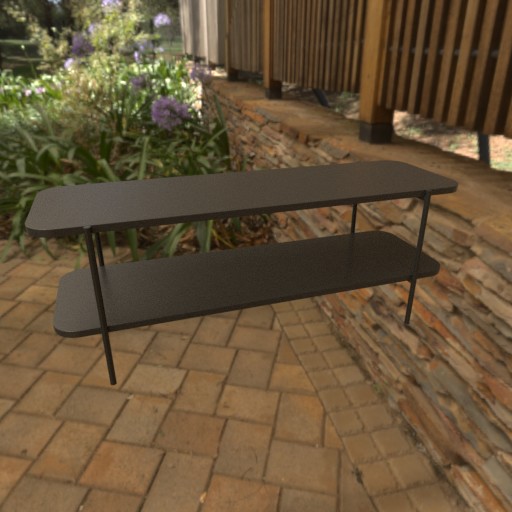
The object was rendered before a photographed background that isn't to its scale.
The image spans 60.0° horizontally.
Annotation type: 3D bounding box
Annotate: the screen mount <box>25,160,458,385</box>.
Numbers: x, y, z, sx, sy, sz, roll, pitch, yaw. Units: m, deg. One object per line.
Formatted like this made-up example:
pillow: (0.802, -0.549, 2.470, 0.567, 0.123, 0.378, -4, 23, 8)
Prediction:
screen mount: (0.000, 0.000, 1.388, 1.200, 0.447, 0.400, -8, 26, -17)
